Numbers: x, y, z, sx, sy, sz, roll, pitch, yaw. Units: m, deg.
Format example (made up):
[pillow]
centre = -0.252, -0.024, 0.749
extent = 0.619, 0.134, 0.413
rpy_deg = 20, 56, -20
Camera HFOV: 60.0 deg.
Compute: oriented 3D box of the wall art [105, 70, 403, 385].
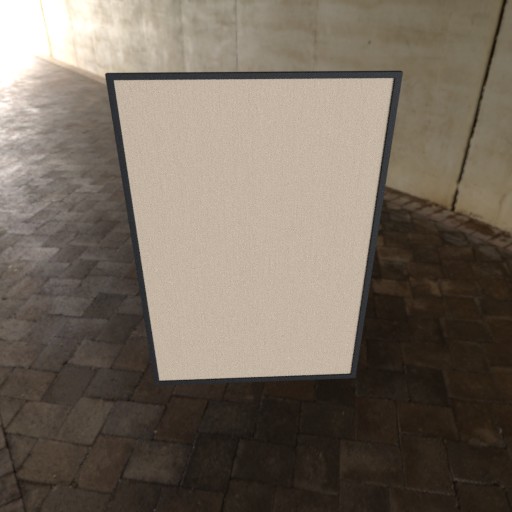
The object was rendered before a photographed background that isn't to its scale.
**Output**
[wall art]
centre = 0.000, 0.000, 0.850
extent = 0.457, 0.657, 0.013
rpy_deg = -1, 30, -2
